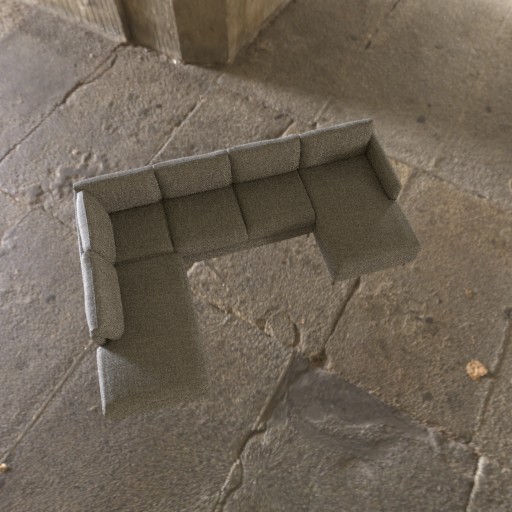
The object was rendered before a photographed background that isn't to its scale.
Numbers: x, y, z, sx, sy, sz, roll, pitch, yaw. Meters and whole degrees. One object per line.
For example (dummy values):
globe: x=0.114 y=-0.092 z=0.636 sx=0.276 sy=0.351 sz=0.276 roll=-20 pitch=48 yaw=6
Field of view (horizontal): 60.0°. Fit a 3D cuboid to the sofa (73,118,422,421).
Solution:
sofa: x=0.000 y=0.000 z=3.643 sx=2.737 sy=0.756 sz=1.879 roll=-14 pitch=65 yaw=-7
